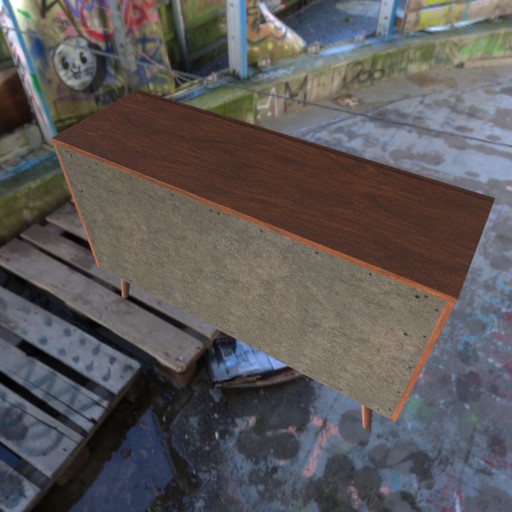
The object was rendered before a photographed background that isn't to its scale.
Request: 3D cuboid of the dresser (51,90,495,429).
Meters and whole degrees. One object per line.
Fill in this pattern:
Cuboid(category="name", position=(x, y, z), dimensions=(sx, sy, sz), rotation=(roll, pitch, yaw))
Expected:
Cuboid(category="dresser", position=(0.000, 0.000, 1.831), dimensions=(1.472, 0.889, 0.500), rotation=(23, 49, 22))
